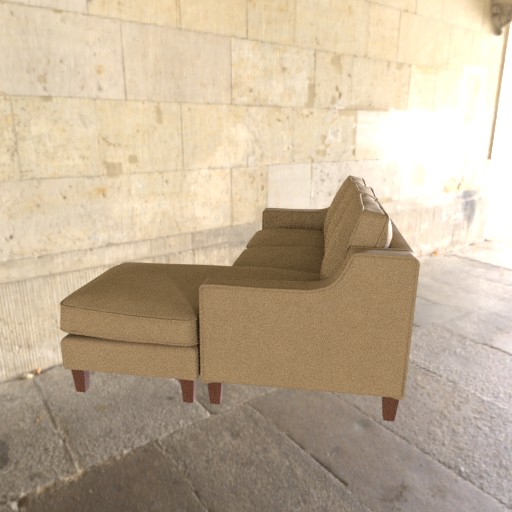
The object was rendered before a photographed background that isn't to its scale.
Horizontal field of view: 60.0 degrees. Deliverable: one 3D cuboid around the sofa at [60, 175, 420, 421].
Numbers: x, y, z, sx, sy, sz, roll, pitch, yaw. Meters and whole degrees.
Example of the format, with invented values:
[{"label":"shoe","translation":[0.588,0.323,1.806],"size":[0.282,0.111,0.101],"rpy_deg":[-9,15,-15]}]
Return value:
[{"label":"sofa","translation":[0.000,0.000,3.288],"size":[1.858,1.066,2.317],"rpy_deg":[3,16,9]}]
